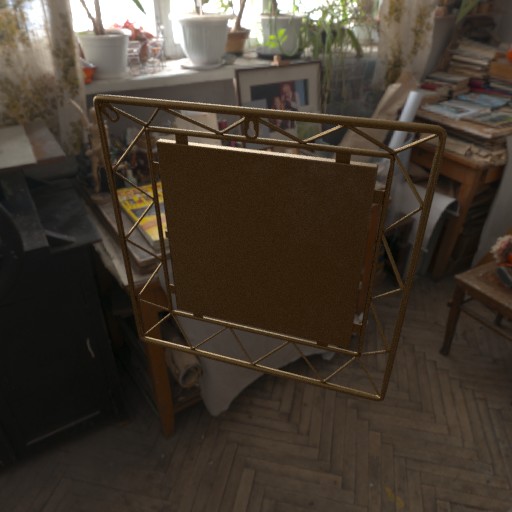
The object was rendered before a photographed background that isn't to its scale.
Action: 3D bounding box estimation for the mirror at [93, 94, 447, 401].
[{"bbox_3d":[0.000,0.000,0.619,0.416,0.414,0.046,10,35,16],"label":"mirror"}]
